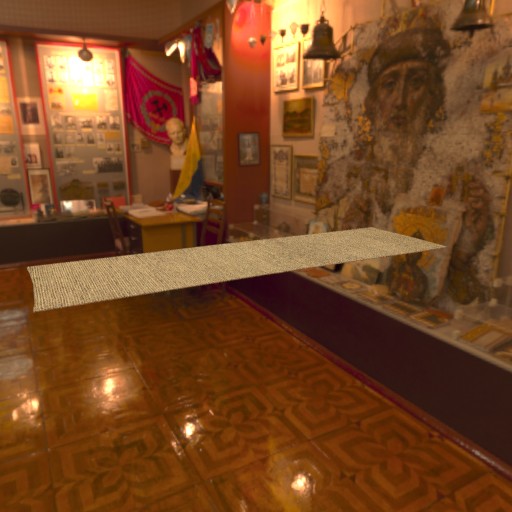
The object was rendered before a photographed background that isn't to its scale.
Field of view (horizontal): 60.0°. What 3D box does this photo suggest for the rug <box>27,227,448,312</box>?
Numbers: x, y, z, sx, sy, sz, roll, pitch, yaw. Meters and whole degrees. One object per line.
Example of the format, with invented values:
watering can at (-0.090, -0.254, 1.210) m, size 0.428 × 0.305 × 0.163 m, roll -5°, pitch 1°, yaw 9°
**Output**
rug at (0.000, 0.000, 2.535) m, size 2.335 × 0.013 × 0.697 m, roll -8°, pitch 17°, yaw -26°
